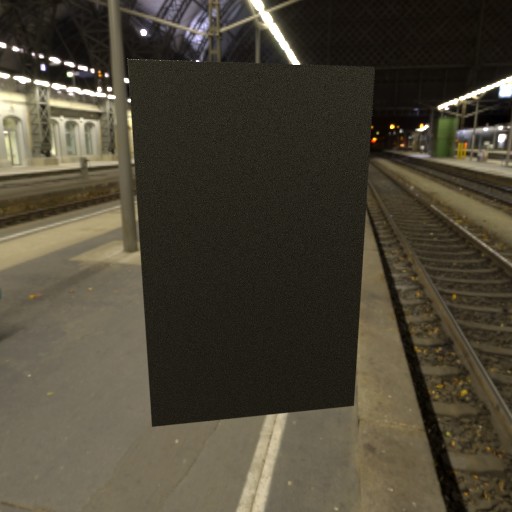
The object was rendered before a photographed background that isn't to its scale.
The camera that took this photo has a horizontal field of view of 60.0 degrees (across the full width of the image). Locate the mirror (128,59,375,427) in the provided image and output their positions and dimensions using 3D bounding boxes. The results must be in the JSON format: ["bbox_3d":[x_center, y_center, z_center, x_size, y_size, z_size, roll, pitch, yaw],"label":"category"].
[{"bbox_3d":[0.000,0.000,1.516,0.762,1.219,0.038,-2,15,-10],"label":"mirror"}]
